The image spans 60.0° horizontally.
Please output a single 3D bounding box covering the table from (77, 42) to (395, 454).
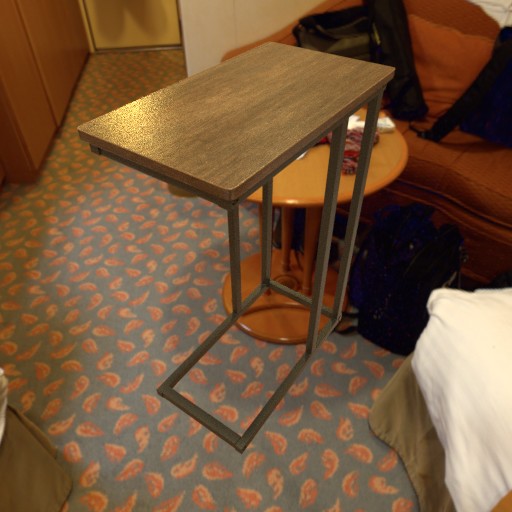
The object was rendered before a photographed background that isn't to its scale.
[{"bbox_3d":[0.000,0.000,0.863,0.254,0.637,0.450,25,47,26],"label":"table"}]
